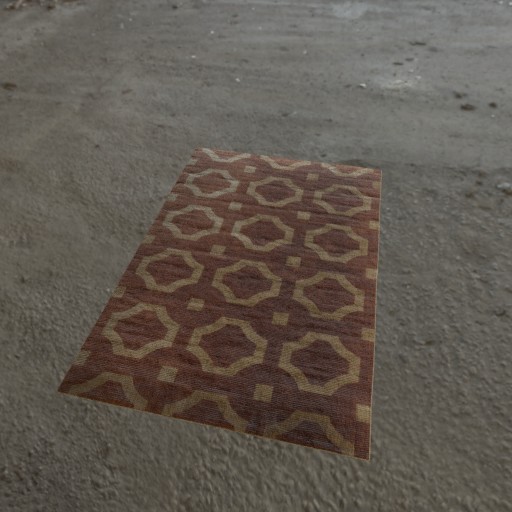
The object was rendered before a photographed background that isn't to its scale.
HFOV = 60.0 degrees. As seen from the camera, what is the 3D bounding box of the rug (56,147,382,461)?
[{"bbox_3d":[0.000,0.000,2.883,1.555,0.016,2.286,9,47,9],"label":"rug"}]
